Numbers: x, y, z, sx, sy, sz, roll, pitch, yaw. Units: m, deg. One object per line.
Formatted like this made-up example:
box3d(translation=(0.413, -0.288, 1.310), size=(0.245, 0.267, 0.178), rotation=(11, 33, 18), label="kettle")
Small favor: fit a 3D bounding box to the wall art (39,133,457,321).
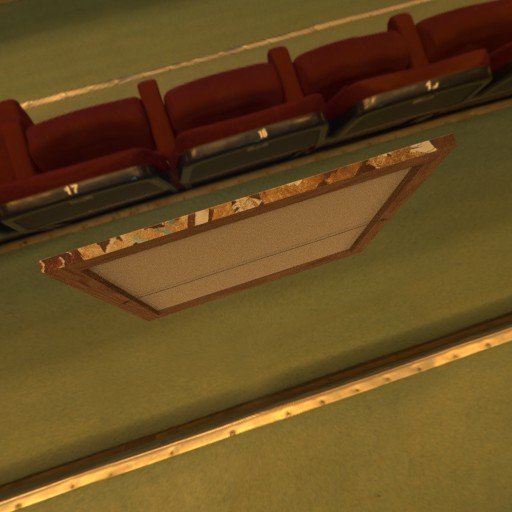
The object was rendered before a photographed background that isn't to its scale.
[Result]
box3d(translation=(0.000, 0.000, 1.137), size=(0.757, 0.762, 0.028), rotation=(-18, 76, -4), label="wall art")
